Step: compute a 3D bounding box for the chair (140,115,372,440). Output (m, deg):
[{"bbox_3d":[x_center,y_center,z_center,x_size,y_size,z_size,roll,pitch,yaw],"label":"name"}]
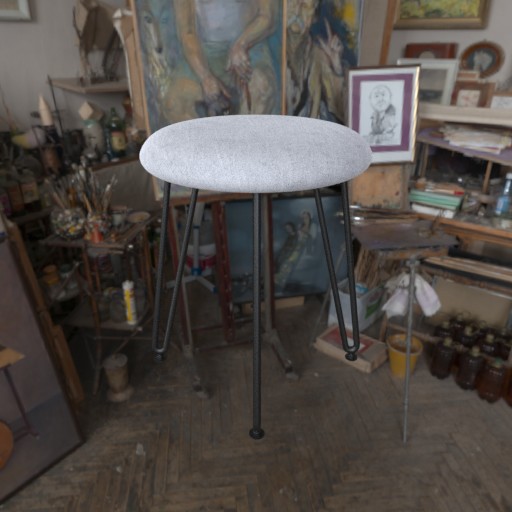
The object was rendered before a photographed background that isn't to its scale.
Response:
[{"bbox_3d":[0.000,0.000,0.673,0.350,0.386,0.350,0,26,0],"label":"chair"}]
